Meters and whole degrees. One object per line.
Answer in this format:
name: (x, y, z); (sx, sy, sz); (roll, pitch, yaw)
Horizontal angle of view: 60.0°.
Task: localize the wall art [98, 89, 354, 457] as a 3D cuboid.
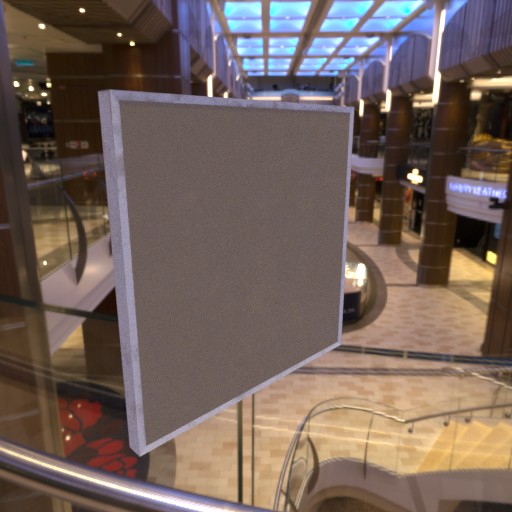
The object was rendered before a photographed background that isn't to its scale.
wall art: (0.000, 0.000, 0.764); (0.508, 0.506, 0.029); (-15, 21, -43)
